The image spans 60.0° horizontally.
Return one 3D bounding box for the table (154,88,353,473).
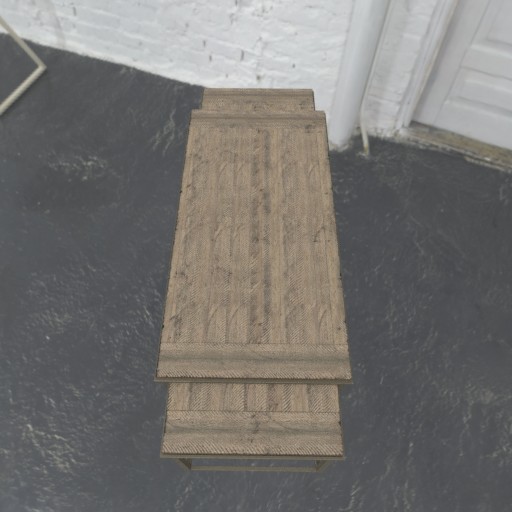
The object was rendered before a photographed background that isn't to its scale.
[{"bbox_3d":[0.000,0.000,1.514,0.489,0.427,1.312,1,58,0],"label":"table"}]
